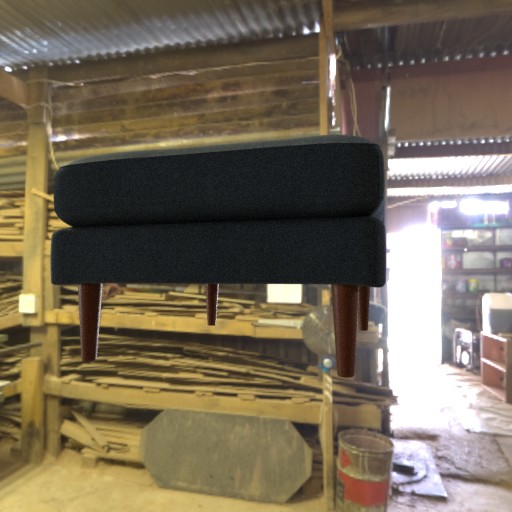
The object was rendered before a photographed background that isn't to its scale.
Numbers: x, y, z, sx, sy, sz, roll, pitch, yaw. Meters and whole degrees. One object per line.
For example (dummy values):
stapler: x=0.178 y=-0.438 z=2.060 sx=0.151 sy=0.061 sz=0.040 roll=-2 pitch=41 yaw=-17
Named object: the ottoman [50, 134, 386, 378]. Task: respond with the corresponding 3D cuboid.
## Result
ottoman: x=0.000 y=0.000 z=1.235 sx=0.693 sy=0.474 sz=0.821 roll=-1 pitch=-3 yaw=16
